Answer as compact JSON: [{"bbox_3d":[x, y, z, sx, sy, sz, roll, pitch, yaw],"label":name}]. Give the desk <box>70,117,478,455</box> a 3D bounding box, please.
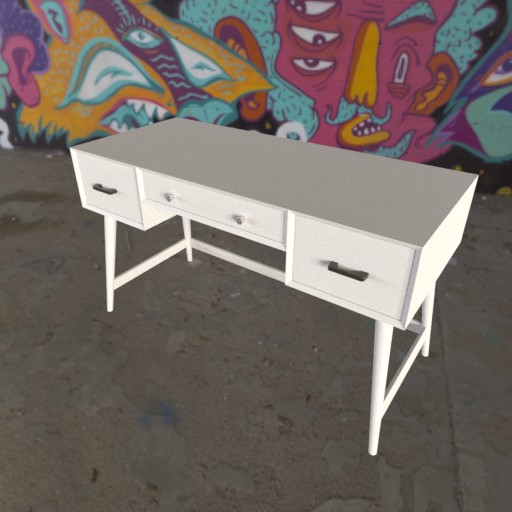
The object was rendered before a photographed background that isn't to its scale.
[{"bbox_3d":[0.000,0.000,1.719,1.313,0.762,0.589,20,36,30],"label":"desk"}]
